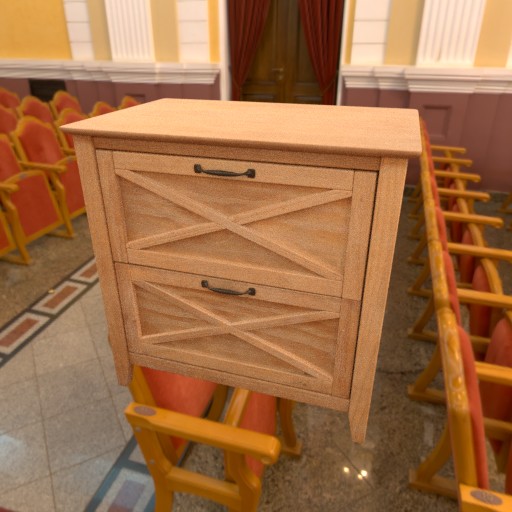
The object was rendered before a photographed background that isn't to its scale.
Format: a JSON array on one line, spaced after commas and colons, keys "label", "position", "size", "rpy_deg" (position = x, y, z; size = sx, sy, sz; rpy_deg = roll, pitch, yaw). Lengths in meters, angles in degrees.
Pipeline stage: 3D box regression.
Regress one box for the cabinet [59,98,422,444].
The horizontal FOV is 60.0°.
[{"label": "cabinet", "position": [0.000, 0.000, 1.257], "size": [0.763, 0.762, 0.503], "rpy_deg": [8, 28, 15]}]
